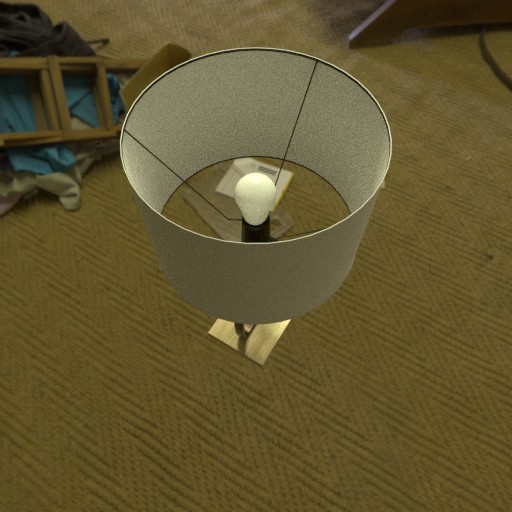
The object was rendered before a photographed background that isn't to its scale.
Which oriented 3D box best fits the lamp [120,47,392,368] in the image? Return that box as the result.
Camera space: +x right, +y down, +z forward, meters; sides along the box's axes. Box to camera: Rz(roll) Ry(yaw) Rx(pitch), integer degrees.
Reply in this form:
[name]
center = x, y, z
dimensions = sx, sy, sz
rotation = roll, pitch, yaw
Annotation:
[lamp]
center = 0.000, 0.000, 0.677
dimensions = 0.279, 0.508, 0.279
rotation = 28, 63, 16
